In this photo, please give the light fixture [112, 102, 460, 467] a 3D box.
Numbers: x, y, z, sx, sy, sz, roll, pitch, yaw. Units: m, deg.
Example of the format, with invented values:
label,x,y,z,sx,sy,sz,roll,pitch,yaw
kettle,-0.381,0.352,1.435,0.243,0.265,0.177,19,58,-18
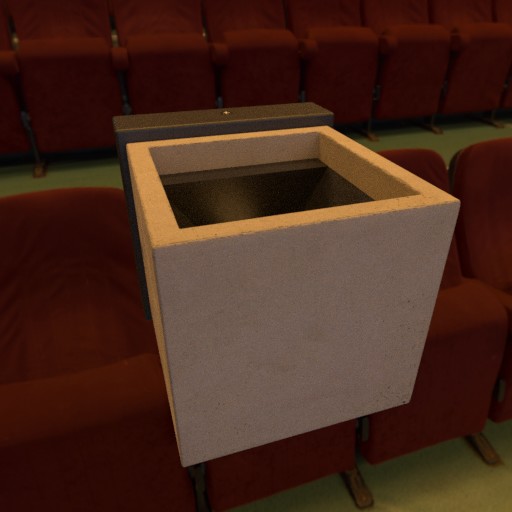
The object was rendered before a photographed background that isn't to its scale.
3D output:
label,x,y,z,sx,sy,sz,roll,pitch,yaw
light fixture,0.000,0.000,0.232,0.121,0.121,0.143,-9,32,-15
